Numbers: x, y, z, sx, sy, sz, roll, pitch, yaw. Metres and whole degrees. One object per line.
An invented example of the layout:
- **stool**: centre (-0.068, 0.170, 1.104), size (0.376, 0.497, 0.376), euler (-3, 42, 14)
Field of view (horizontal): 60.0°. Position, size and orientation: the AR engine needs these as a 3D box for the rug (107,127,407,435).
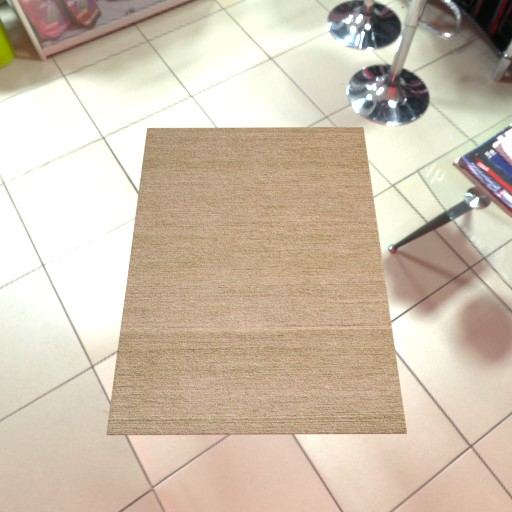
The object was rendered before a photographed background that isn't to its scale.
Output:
- **rug**: centre (0.000, 0.000, 4.271), size (2.425, 0.016, 3.198), euler (0, 64, 0)
